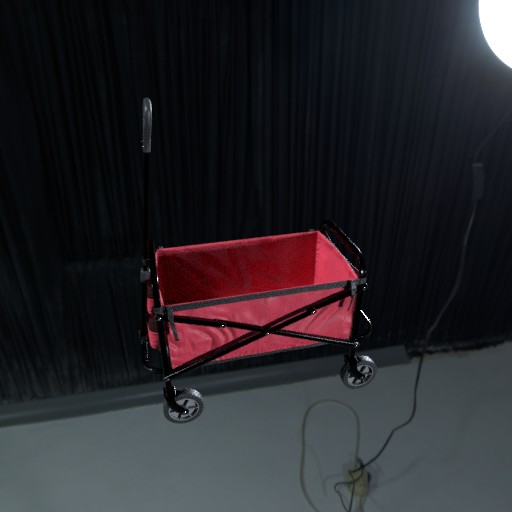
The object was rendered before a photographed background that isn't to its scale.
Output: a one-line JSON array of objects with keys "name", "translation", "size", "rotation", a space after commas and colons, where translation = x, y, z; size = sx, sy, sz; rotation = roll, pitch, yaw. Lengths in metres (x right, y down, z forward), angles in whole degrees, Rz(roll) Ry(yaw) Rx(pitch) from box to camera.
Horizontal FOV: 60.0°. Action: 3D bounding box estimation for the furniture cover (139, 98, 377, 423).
[{"name": "furniture cover", "translation": [0.000, 0.000, 1.860], "size": [1.038, 1.295, 0.532], "rotation": [-7, 30, -12]}]
